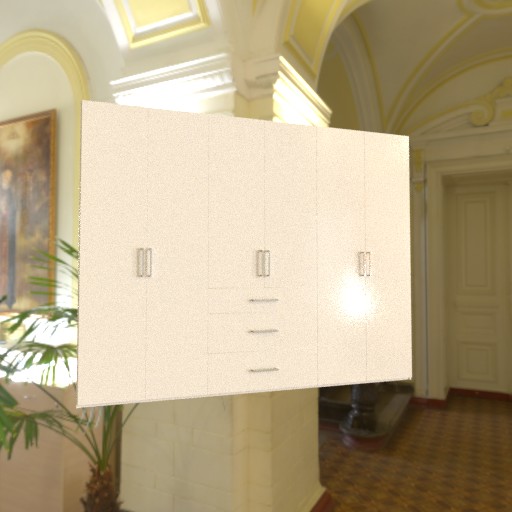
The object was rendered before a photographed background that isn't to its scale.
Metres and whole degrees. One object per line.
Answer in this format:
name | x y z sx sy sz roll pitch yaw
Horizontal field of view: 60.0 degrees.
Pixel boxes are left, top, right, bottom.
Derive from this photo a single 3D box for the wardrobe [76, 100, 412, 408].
wardrobe | 0.000 0.000 4.067 3.000 2.360 0.580 1 -2 -18
